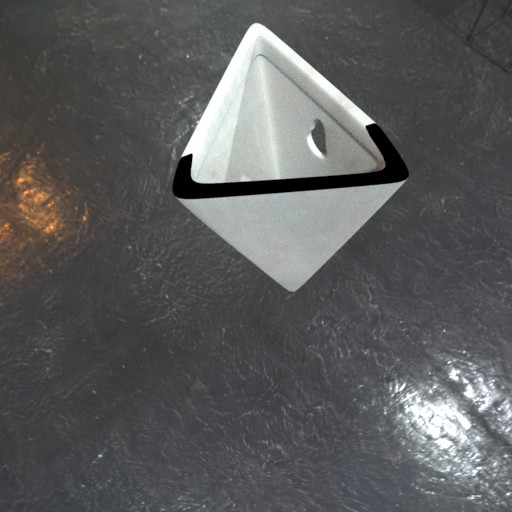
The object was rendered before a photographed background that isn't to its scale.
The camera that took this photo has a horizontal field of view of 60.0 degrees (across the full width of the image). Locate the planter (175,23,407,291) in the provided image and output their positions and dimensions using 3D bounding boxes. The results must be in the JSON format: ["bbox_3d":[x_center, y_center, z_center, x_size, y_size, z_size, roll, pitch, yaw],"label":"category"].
[{"bbox_3d":[0.000,0.000,0.157,0.047,0.130,0.058,-33,68,-16],"label":"planter"}]
